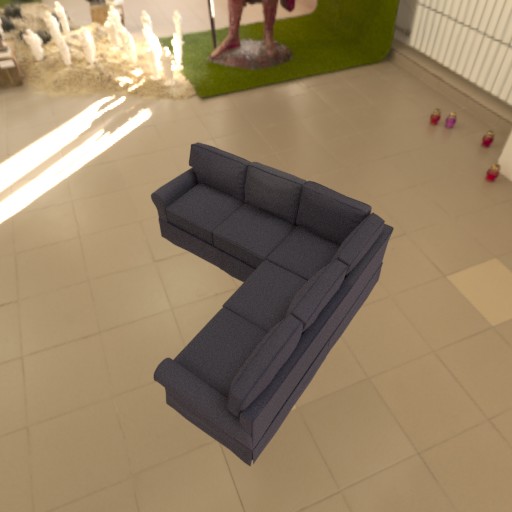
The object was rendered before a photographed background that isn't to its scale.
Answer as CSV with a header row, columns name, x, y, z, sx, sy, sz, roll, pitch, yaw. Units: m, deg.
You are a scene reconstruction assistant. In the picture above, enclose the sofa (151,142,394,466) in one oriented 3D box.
name,x,y,z,sx,sy,sz,roll,pitch,yaw
sofa,0.000,0.000,4.998,2.874,1.169,3.773,-17,49,-16
